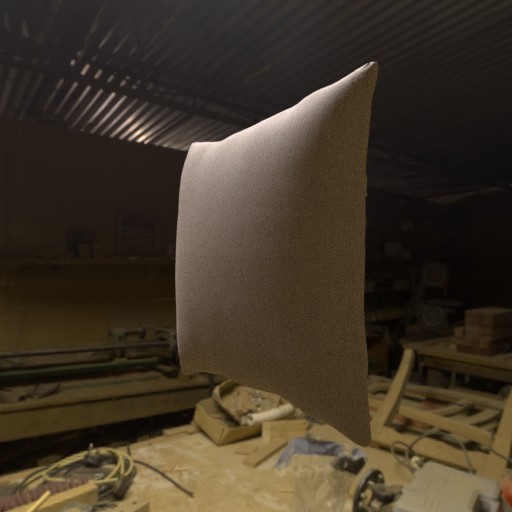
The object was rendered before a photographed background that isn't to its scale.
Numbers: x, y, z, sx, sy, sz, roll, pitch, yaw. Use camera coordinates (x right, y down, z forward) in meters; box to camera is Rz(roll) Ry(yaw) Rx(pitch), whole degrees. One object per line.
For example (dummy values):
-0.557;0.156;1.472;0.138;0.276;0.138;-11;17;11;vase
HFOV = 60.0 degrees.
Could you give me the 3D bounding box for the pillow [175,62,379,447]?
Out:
0.000;0.000;0.665;0.173;0.436;0.433;1;-1;-37;pillow
